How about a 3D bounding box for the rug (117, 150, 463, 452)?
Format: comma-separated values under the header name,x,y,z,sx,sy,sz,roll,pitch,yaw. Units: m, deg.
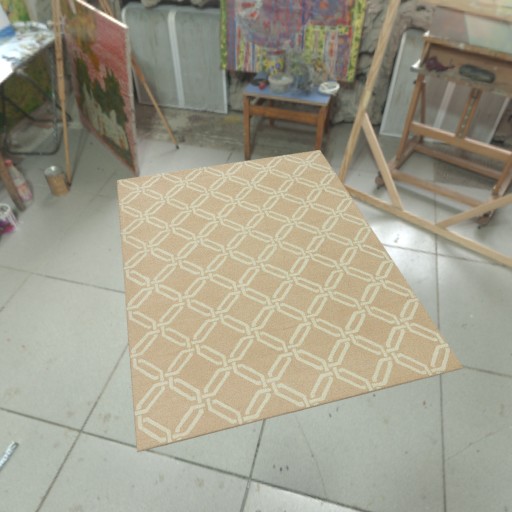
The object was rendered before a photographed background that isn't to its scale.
name,x,y,z,sx,sy,sz,roll,pitch,yaw
rug,0.000,0.000,3.918,2.288,0.018,2.895,-11,47,-10
